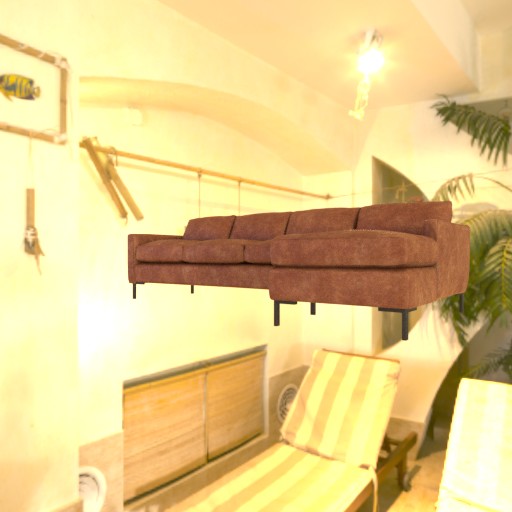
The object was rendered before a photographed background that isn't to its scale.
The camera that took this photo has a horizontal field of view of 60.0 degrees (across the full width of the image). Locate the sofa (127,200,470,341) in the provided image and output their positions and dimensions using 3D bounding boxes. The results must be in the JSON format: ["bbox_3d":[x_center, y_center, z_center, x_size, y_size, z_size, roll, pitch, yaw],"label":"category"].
[{"bbox_3d":[0.000,0.000,3.663,2.993,0.859,1.471,0,0,36],"label":"sofa"}]
